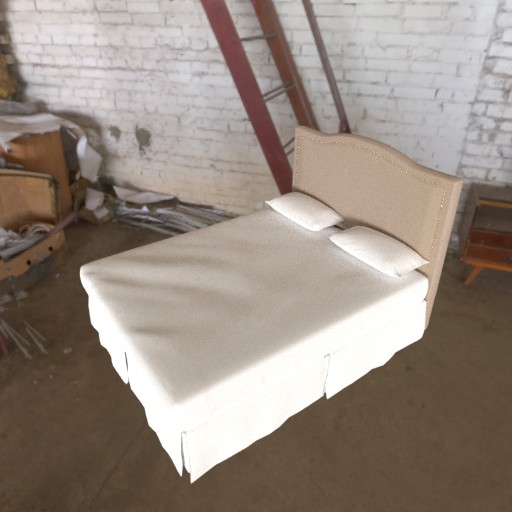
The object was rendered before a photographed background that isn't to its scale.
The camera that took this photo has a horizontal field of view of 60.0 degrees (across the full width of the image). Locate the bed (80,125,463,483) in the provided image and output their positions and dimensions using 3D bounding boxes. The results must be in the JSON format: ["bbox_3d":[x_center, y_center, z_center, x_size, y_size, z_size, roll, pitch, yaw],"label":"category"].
[{"bbox_3d":[0.000,0.000,3.367,2.282,1.436,1.821,-20,36,-29],"label":"bed"}]
